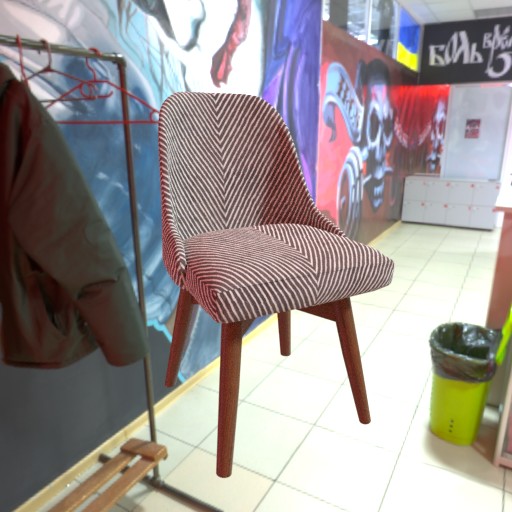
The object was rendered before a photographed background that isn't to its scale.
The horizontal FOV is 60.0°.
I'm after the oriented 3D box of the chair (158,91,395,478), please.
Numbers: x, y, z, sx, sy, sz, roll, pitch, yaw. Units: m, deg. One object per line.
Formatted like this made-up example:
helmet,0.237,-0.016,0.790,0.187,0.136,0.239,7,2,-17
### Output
chair,0.000,0.000,1.220,0.504,0.883,0.591,-8,18,-26
